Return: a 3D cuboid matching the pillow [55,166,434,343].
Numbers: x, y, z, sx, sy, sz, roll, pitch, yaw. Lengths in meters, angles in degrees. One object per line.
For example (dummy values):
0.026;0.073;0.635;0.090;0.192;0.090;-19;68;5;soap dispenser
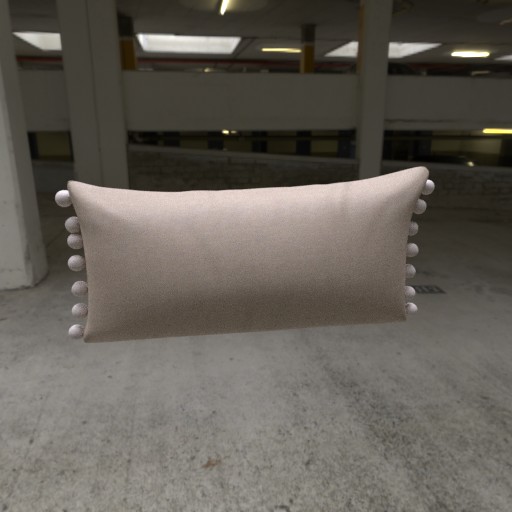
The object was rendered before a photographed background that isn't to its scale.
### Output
0.000;0.000;0.836;0.709;0.322;0.201;-3;17;-9;pillow
